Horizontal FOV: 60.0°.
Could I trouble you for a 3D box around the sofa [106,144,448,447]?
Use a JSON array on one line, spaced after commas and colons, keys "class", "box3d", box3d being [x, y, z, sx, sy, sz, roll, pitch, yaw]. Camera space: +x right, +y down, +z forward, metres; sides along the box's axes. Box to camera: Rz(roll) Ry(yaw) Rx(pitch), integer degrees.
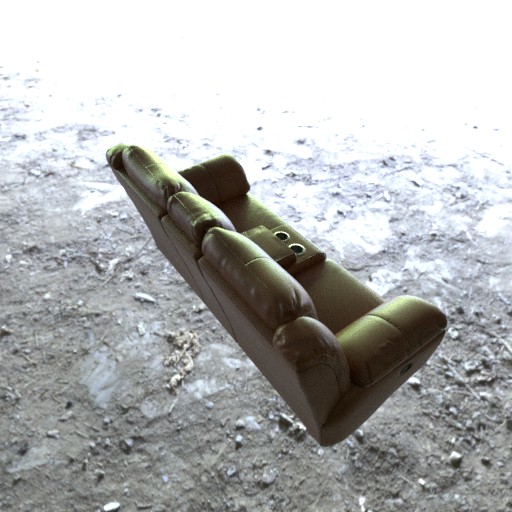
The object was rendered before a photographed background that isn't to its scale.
[{"class": "sofa", "box3d": [0.000, 0.000, 2.649, 0.991, 1.043, 2.058, -25, 47, -26]}]
